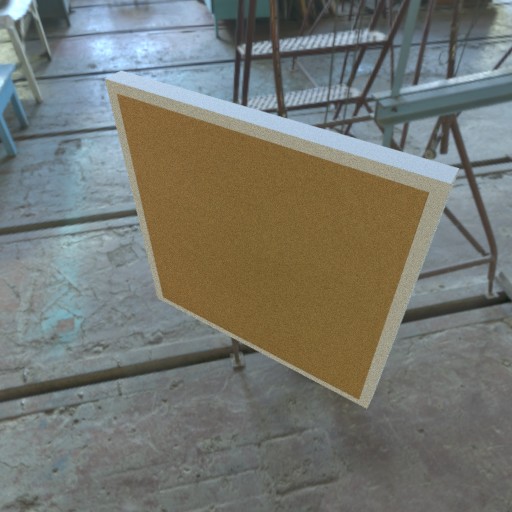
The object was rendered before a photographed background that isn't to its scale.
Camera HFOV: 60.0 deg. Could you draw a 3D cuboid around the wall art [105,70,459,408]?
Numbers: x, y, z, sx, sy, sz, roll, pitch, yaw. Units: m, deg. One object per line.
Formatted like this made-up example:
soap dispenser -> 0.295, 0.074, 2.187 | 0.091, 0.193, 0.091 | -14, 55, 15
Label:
wall art -> 0.000, 0.000, 0.753 | 0.508, 0.507, 0.035 | 23, 49, 22
